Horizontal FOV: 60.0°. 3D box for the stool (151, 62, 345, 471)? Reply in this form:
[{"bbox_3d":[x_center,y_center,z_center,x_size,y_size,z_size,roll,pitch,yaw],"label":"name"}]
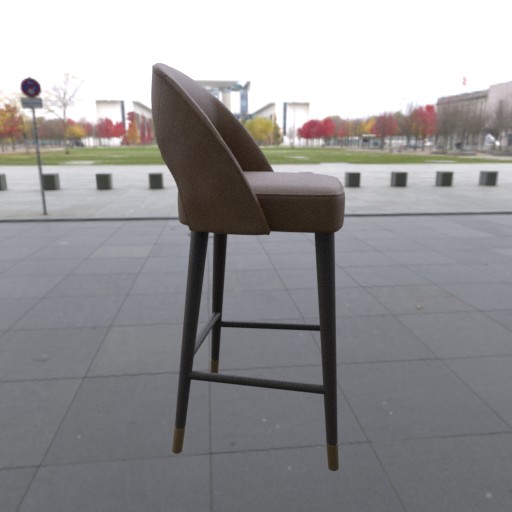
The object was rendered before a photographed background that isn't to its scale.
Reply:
[{"bbox_3d":[0.000,0.000,1.286,0.509,1.037,0.494,2,15,9],"label":"stool"}]
